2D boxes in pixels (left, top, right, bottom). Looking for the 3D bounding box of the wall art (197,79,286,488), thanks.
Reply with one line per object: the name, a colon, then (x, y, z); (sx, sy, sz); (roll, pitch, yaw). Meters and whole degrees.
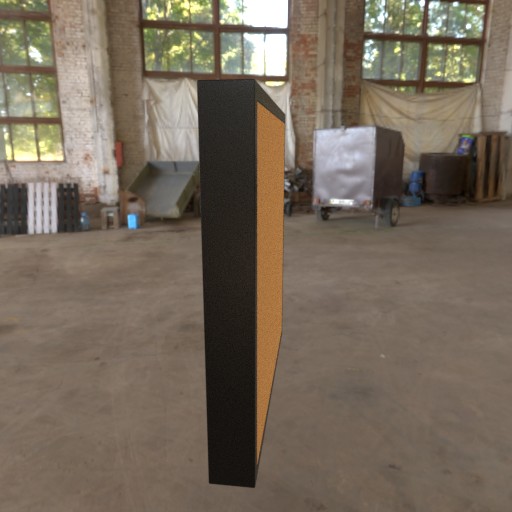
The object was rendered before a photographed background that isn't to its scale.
wall art: (0.000, 0.000, 0.456); (0.037, 0.299, 0.299); (2, 14, 7)
